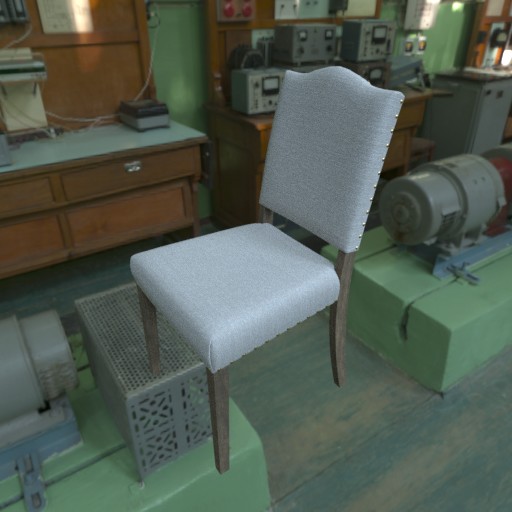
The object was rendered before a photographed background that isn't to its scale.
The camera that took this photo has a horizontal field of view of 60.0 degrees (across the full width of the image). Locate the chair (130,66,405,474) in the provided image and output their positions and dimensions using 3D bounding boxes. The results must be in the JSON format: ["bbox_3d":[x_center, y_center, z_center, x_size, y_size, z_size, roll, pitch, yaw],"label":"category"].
[{"bbox_3d":[0.000,0.000,1.337,0.620,1.020,0.508,-20,36,-30],"label":"chair"}]
